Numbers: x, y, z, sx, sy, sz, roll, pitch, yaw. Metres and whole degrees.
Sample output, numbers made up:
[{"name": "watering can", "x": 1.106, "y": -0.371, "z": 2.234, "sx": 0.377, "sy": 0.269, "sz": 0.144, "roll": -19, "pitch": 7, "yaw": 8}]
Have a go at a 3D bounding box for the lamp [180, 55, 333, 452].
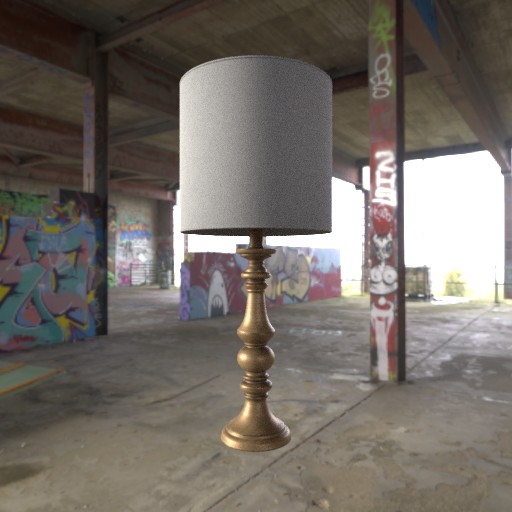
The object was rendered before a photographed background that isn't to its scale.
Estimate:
[{"name": "lamp", "x": 0.000, "y": 0.000, "z": 0.735, "sx": 0.250, "sy": 0.597, "sz": 0.250, "roll": 0, "pitch": 0, "yaw": -35}]
